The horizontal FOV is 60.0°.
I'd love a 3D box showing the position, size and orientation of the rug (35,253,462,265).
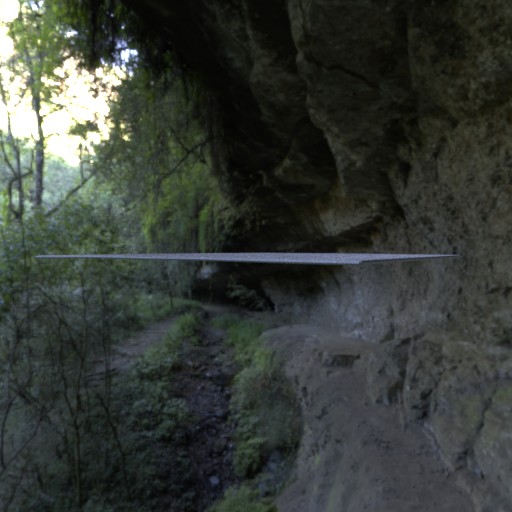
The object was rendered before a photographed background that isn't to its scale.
[{"bbox_3d":[0.000,0.000,4.027,3.017,0.035,2.472,1,1,35],"label":"rug"}]
